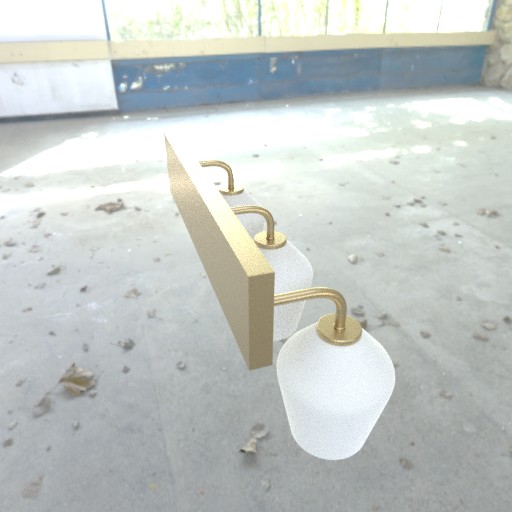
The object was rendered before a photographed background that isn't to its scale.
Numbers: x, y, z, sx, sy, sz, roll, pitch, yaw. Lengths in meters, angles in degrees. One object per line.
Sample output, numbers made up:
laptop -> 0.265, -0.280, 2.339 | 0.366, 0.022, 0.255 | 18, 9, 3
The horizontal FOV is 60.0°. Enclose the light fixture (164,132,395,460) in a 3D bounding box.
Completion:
light fixture -> 0.000, 0.000, 0.709 | 0.190, 0.280, 0.609 | -9, 31, -16
